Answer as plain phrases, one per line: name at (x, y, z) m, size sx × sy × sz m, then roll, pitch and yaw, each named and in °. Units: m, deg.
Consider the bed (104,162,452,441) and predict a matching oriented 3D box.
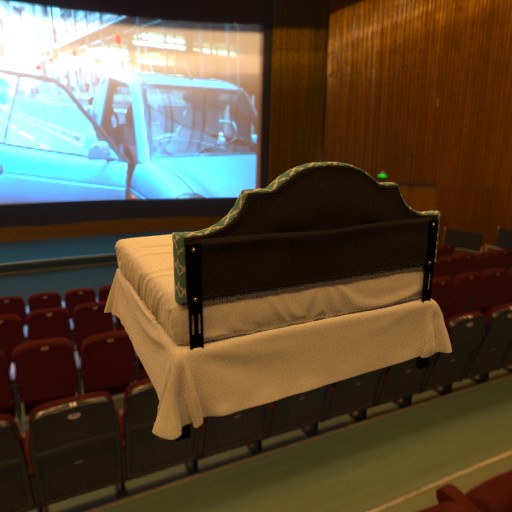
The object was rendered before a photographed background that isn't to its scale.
bed at (0.000, 0.000, 3.708) m, size 2.314 × 1.601 × 2.222 m, roll -7°, pitch 16°, yaw -25°
